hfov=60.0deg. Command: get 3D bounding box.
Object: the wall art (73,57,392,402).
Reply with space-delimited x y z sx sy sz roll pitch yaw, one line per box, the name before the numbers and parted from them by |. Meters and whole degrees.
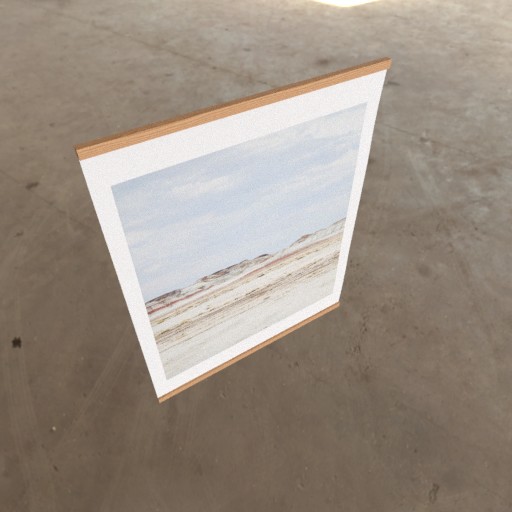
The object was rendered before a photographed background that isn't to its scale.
wall art | 0.000 0.000 0.674 0.404 0.507 0.010 -24 50 -22
